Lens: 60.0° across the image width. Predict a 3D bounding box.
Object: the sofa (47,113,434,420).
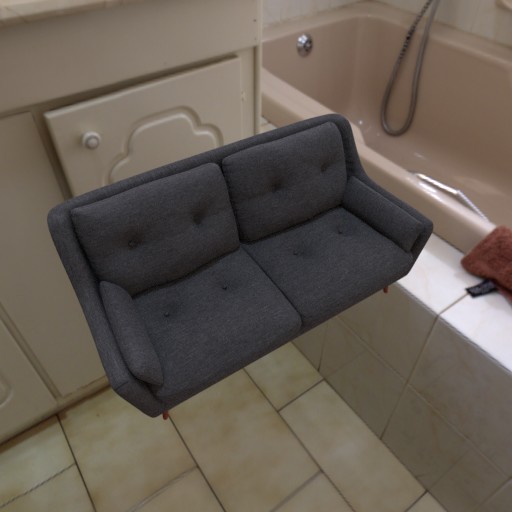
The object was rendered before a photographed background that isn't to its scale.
[{"bbox_3d":[0.000,0.000,2.494,1.929,0.896,0.975,-25,50,-23],"label":"sofa"}]
